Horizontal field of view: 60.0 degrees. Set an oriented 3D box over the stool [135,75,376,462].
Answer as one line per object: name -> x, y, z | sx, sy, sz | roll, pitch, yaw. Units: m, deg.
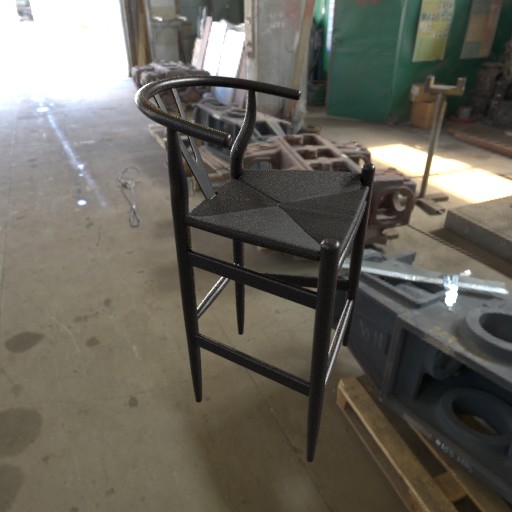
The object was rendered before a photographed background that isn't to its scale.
stool -> 0.000, 0.000, 1.340 | 0.579, 0.970, 0.569 | 11, 32, 18
